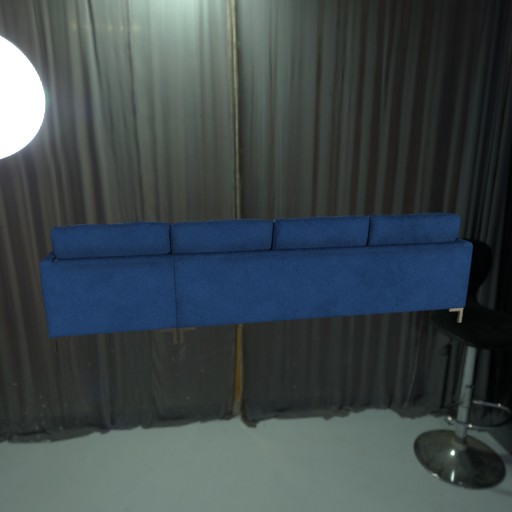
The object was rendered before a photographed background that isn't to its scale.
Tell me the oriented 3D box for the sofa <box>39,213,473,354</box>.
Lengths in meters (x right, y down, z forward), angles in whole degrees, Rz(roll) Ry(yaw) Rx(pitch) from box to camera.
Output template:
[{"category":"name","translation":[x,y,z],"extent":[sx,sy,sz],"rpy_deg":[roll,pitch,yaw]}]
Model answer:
[{"category":"sofa","translation":[0.000,0.000,3.559],"extent":[2.932,0.810,1.350],"rpy_deg":[-3,15,-10]}]
